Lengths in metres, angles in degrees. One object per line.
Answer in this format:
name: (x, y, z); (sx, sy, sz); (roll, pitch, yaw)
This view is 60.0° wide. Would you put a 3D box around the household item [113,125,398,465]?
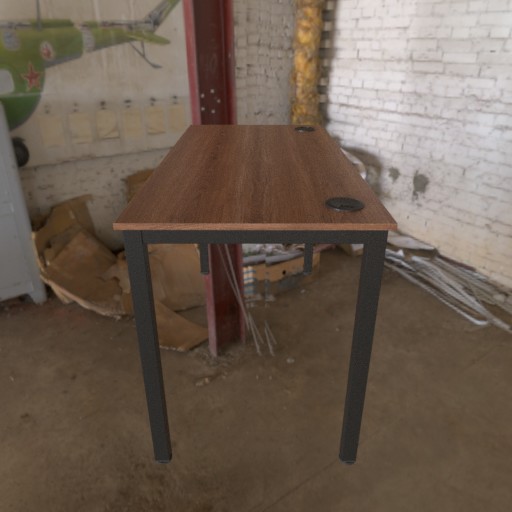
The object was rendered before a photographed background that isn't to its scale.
household item: (0.000, 0.000, 1.634); (0.600, 0.750, 1.200); (0, 26, 0)
